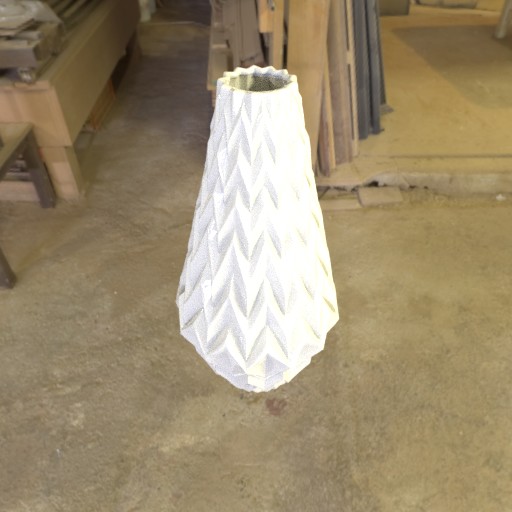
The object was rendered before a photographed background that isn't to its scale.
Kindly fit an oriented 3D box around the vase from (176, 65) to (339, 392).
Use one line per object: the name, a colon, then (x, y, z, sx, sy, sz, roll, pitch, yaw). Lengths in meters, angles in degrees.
vase: (0.000, 0.000, 0.414, 0.167, 0.328, 0.167, 0, 42, 0)
